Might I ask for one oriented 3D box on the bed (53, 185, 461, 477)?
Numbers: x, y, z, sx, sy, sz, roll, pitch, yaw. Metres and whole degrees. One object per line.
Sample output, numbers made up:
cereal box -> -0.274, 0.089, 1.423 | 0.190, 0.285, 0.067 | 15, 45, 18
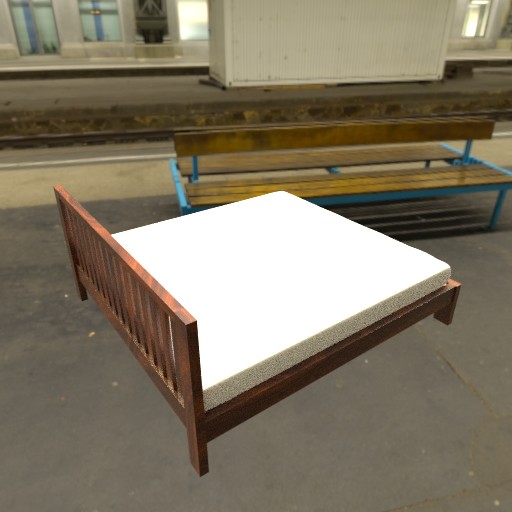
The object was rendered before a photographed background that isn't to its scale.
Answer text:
bed -> 0.000, 0.000, 3.075 | 2.030, 0.890, 1.905 | -19, 34, -31
